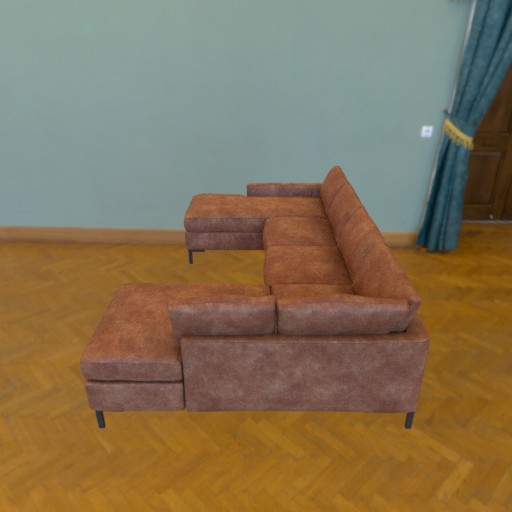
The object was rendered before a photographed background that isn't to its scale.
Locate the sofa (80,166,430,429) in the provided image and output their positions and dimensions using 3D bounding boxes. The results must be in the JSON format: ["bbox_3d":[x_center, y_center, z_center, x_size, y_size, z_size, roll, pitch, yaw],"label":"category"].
[{"bbox_3d":[0.000,0.000,3.766,1.939,0.900,2.956,0,26,1],"label":"sofa"}]
